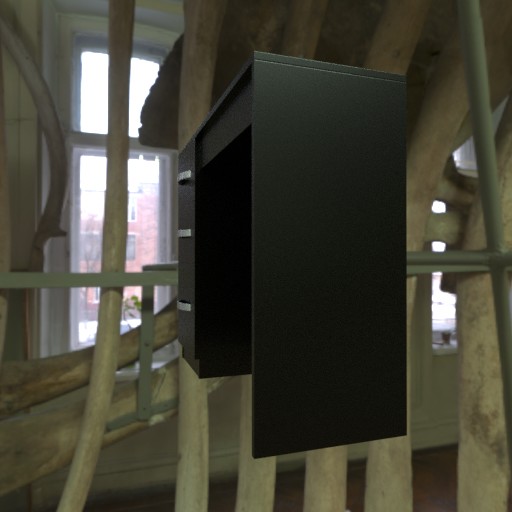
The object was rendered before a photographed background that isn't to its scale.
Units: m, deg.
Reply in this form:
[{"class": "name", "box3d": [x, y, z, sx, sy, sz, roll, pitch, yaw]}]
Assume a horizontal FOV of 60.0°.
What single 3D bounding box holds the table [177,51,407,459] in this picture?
[{"class": "table", "box3d": [0.000, 0.000, 1.351, 0.380, 0.790, 0.930, 0, 0, -19]}]
